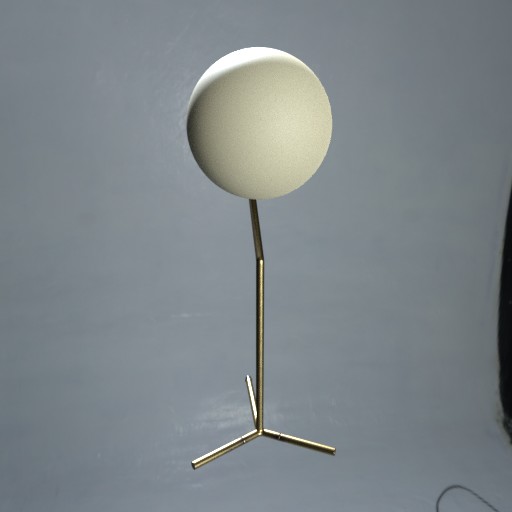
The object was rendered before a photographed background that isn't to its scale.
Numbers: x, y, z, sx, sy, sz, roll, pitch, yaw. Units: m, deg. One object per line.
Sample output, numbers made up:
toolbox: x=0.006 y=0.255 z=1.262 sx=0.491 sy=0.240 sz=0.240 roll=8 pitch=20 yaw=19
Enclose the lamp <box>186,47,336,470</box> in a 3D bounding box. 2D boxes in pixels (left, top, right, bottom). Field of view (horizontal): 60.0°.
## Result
lamp: x=0.000 y=0.000 z=0.655 sx=0.210 sy=0.552 sz=0.251 roll=-2 pitch=16 yaw=-7
